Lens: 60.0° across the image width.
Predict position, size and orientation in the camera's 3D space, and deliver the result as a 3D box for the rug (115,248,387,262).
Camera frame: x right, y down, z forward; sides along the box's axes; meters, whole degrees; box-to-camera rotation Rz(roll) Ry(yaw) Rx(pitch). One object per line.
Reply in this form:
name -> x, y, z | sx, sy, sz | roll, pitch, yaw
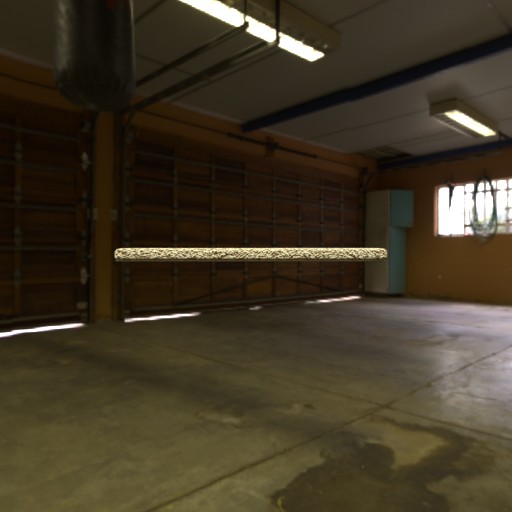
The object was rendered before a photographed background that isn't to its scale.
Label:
rug -> 0.000, 0.000, 1.738 | 0.609, 0.030, 1.524 | 0, 0, 1
